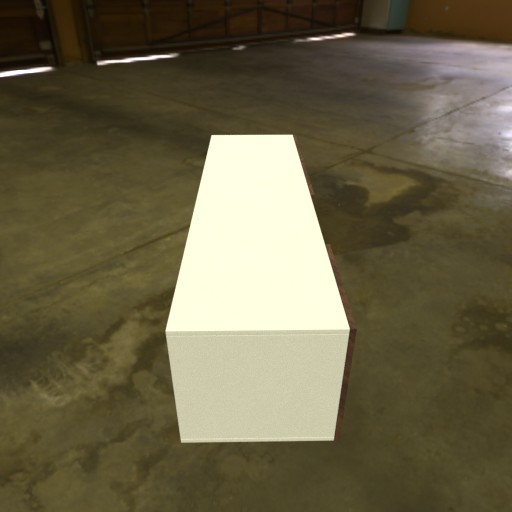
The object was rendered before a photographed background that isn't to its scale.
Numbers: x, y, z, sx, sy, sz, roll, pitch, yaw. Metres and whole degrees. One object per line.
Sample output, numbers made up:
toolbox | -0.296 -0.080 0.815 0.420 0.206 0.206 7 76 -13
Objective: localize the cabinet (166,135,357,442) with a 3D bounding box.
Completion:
cabinet | 0.000 0.000 1.774 0.431 0.533 1.499 0 32 -1
